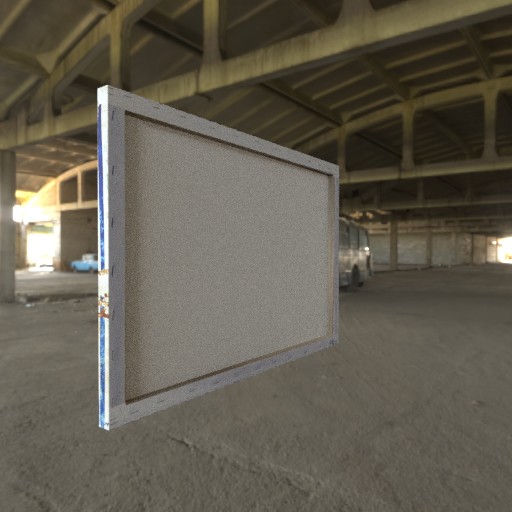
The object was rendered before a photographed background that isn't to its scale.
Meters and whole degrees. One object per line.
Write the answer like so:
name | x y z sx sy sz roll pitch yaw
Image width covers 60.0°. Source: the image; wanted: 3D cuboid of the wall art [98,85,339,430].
wall art | 0.000 0.000 1.441 0.038 0.757 1.143 0 1 36
